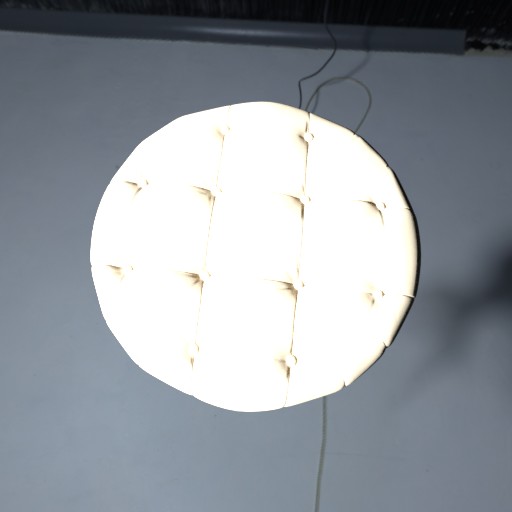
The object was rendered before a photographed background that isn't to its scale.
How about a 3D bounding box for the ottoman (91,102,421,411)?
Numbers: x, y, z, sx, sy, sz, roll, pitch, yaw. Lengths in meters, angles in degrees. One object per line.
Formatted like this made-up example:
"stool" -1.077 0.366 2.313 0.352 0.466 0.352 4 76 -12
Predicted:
"ottoman" 0.000 0.000 1.360 0.901 0.439 0.901 0 73 0
